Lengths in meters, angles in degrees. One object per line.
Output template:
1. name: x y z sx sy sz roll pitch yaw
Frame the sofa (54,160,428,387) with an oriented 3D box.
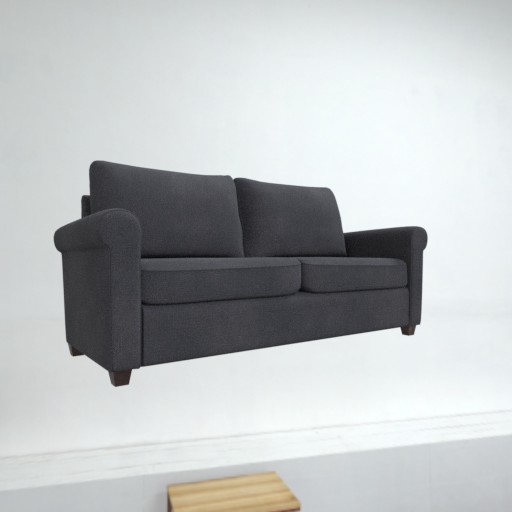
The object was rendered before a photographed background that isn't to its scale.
1. sofa: 0.000 0.000 2.423 1.935 0.942 0.842 0 0 -35
